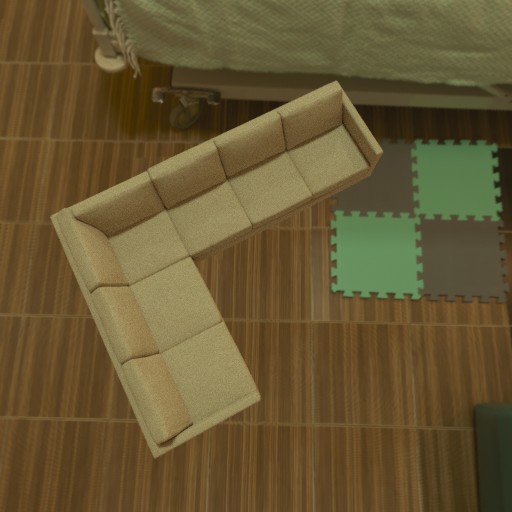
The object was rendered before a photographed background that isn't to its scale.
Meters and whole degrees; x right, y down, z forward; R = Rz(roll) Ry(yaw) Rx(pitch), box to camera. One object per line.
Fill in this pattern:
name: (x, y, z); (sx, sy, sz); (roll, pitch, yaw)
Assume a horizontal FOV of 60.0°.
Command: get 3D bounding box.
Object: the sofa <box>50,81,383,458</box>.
sofa: (0.000, 0.000, 4.360); (3.182, 0.863, 2.432); (-27, 77, -7)
